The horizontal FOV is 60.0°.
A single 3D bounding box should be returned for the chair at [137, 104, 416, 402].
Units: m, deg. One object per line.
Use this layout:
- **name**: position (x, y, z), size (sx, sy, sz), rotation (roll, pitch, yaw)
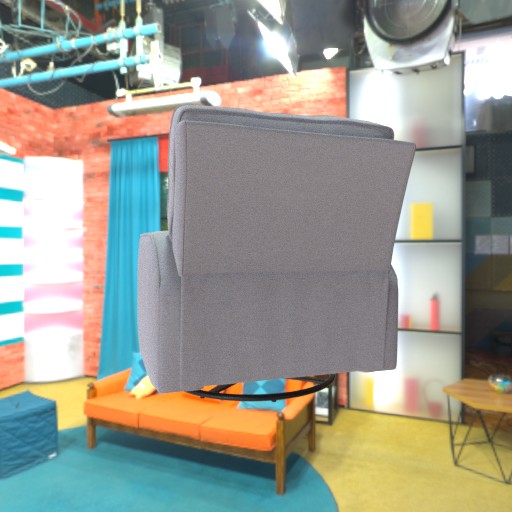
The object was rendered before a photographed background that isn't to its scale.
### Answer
- **chair**: position (0.000, 0.000, 1.729), size (0.861, 0.964, 0.969), rotation (0, 1, -19)
